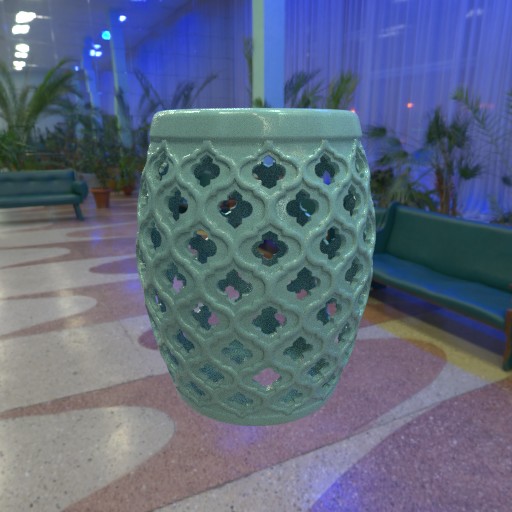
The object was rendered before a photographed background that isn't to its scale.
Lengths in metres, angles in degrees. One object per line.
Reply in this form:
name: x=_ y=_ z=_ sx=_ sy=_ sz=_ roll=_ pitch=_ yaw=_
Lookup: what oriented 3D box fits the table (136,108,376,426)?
table: x=0.000 y=0.000 z=0.628 sx=0.325 sy=0.388 sz=0.325 roll=0 pitch=16 yaw=0
